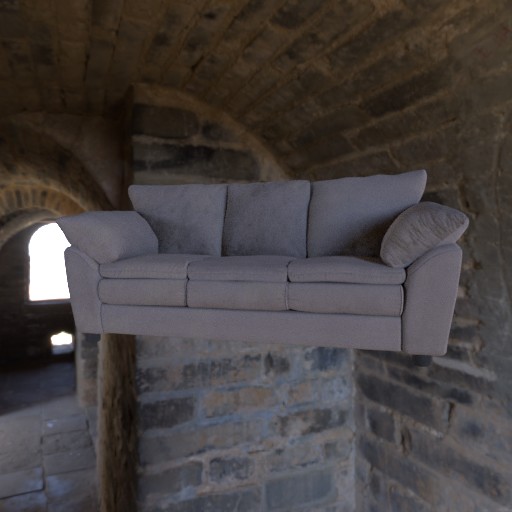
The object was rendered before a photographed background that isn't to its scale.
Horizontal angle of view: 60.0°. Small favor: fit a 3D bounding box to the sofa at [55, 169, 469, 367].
[{"bbox_3d":[0.000,0.000,2.785,2.336,1.073,0.878,0,1,17],"label":"sofa"}]
